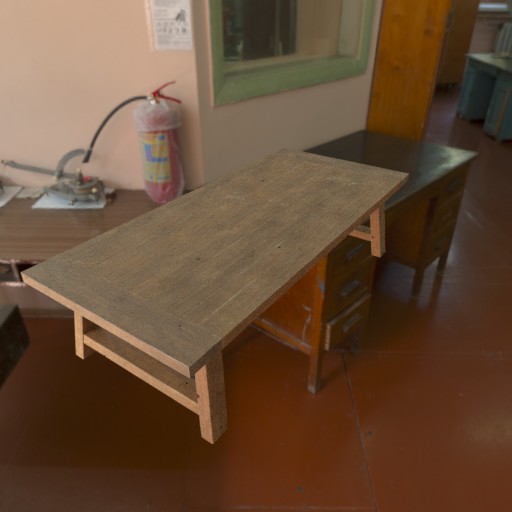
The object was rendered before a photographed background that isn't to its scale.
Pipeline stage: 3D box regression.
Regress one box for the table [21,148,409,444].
[{"bbox_3d":[0.000,0.000,2.154,0.820,0.465,1.800,20,36,30],"label":"table"}]
